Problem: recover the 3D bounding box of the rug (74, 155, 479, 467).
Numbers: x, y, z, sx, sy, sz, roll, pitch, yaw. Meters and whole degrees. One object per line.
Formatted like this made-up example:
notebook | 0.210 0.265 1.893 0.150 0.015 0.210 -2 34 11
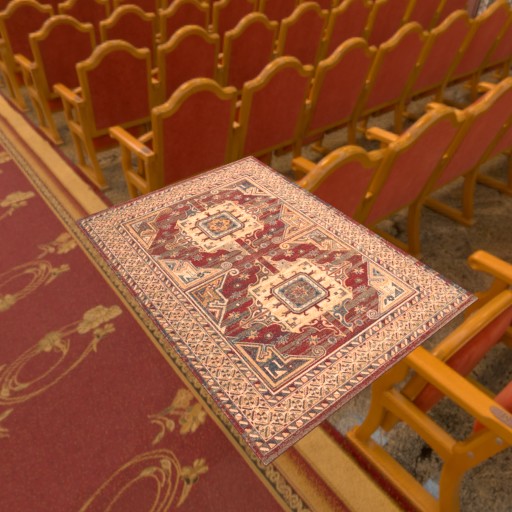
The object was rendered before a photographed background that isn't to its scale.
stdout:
rug | 0.000 0.000 2.899 1.599 0.011 2.210 -27 47 -28
